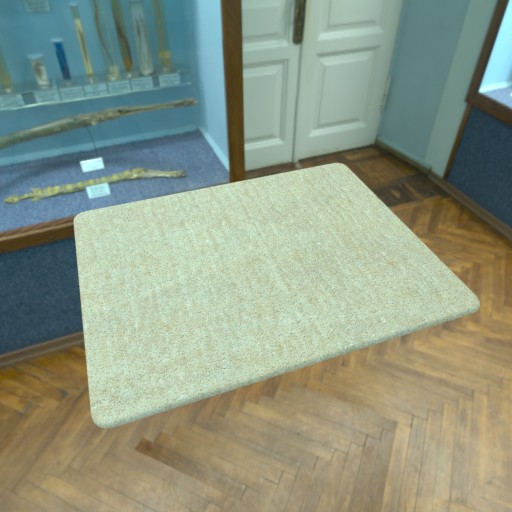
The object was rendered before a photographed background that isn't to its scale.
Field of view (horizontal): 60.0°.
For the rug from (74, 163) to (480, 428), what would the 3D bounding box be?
[{"bbox_3d":[0.000,0.000,3.325,2.528,0.048,2.009,-14,44,-15],"label":"rug"}]
